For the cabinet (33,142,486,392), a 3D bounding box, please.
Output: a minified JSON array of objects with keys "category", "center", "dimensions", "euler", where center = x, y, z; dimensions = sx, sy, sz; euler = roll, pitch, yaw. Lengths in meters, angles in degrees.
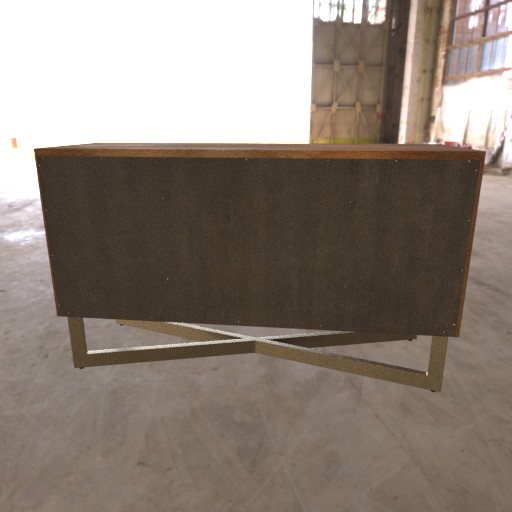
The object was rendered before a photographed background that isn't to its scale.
[{"category":"cabinet","center":[0.000,0.000,1.680],"dimensions":[1.373,0.812,0.480],"euler":[2,17,6]}]
